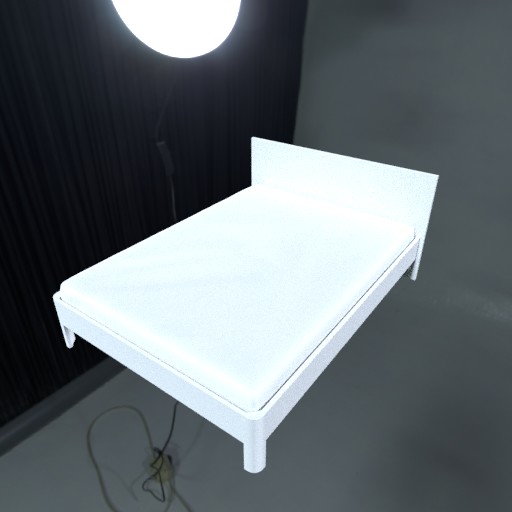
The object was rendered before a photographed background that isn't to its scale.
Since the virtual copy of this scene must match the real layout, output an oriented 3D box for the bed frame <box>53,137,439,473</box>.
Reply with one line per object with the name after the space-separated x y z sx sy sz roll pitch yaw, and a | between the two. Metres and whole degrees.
0.000 0.000 2.765 1.490 0.800 1.950 21 36 31 | bed frame
